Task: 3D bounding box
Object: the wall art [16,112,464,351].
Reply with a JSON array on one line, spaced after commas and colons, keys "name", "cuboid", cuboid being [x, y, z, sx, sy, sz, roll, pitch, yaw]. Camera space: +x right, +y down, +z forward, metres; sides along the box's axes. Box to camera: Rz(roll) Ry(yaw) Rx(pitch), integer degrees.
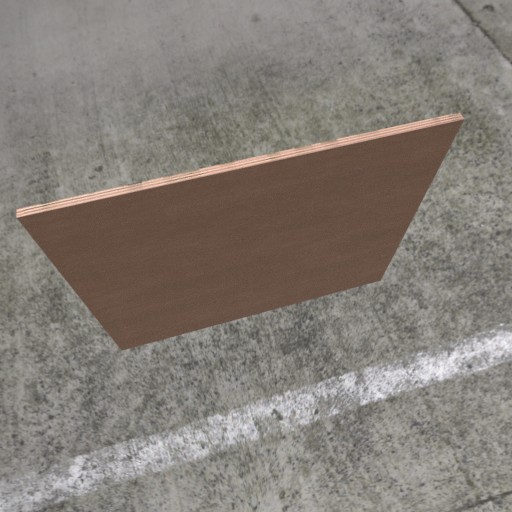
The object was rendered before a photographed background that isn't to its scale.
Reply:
[{"name": "wall art", "cuboid": [0.000, 0.000, 0.662, 0.508, 0.408, 0.012, -14, 60, -8]}]
